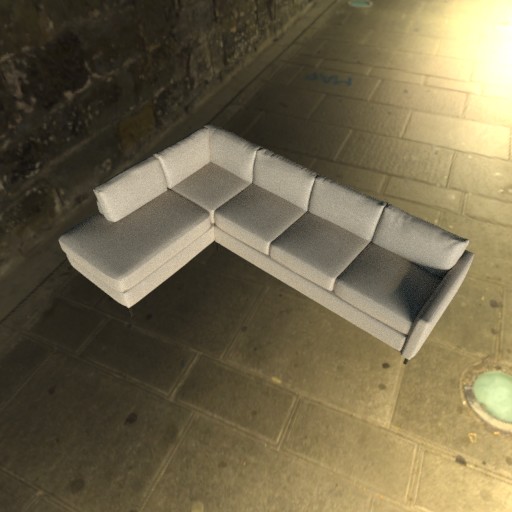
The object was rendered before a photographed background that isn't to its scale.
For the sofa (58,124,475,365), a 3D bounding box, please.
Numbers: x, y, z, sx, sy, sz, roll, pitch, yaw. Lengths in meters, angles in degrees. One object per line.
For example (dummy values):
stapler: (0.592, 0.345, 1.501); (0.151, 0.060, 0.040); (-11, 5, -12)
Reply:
sofa: (0.000, 0.000, 3.110); (2.423, 0.703, 1.617); (30, 53, 26)
